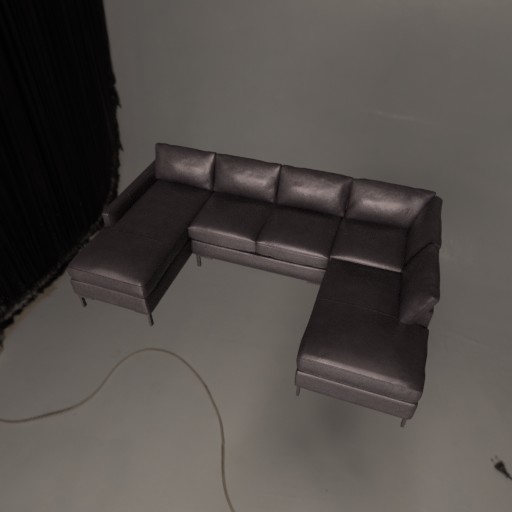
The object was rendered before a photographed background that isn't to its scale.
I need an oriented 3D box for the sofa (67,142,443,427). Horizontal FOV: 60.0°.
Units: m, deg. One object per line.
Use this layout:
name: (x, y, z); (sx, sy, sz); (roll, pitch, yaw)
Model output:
sofa: (0.000, 0.000, 3.908); (2.956, 0.900, 1.939); (13, 44, 14)
